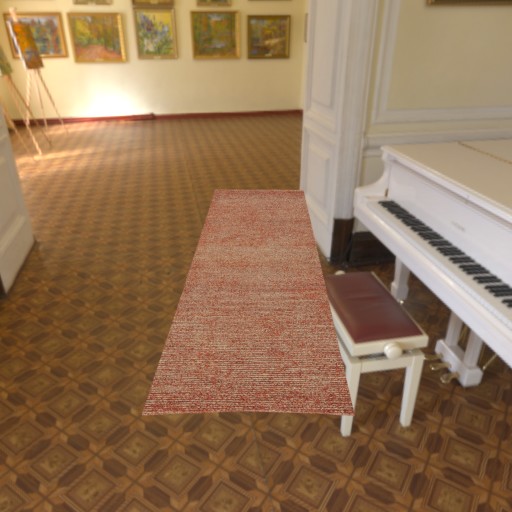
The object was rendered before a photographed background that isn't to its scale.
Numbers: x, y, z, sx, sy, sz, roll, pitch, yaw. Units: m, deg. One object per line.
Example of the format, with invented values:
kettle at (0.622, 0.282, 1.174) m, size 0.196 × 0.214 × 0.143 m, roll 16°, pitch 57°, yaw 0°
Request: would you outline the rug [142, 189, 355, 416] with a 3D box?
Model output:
rug at (0.000, 0.000, 2.530) m, size 0.718 × 0.013 × 2.353 m, roll 1°, pitch 27°, yaw 1°
